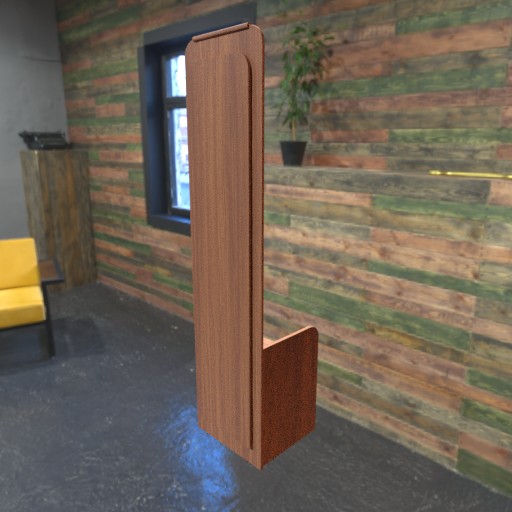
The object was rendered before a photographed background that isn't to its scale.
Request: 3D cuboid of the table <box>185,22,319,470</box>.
[{"bbox_3d":[0.000,0.000,2.033,0.450,1.830,0.420,14,20,43],"label":"table"}]
